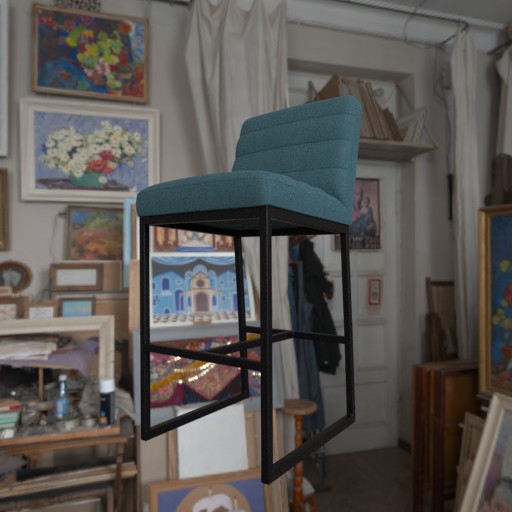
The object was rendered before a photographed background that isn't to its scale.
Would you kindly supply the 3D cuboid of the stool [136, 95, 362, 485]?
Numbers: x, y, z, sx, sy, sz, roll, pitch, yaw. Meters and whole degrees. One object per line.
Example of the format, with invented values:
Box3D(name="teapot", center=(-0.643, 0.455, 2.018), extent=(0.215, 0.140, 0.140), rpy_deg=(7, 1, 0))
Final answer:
Box3D(name="stool", center=(0.000, 0.000, 1.337), extent=(0.460, 1.040, 0.560), rpy_deg=(0, -1, 36))
